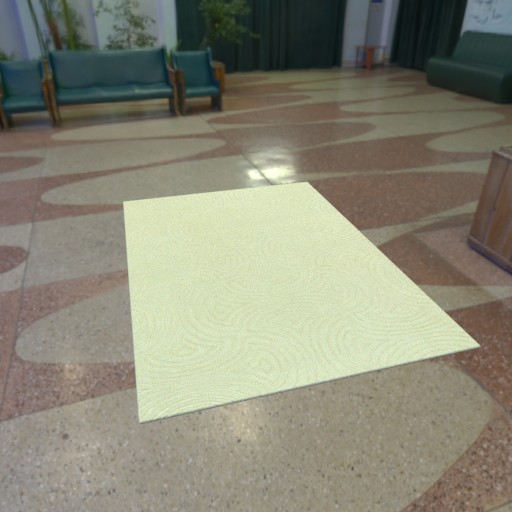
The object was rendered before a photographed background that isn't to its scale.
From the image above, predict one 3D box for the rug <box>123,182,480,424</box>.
[{"bbox_3d":[0.000,0.000,2.725,1.526,0.015,2.132,-8,32,-14],"label":"rug"}]
